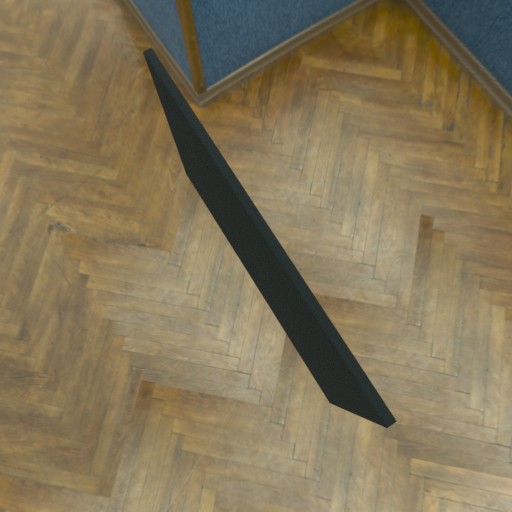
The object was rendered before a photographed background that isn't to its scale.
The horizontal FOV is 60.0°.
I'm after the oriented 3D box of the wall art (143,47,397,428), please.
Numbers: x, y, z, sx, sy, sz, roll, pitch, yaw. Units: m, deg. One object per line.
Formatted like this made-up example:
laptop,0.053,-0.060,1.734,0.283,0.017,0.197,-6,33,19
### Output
wall art,0.000,0.000,1.240,0.026,0.656,0.958,-31,78,-8
